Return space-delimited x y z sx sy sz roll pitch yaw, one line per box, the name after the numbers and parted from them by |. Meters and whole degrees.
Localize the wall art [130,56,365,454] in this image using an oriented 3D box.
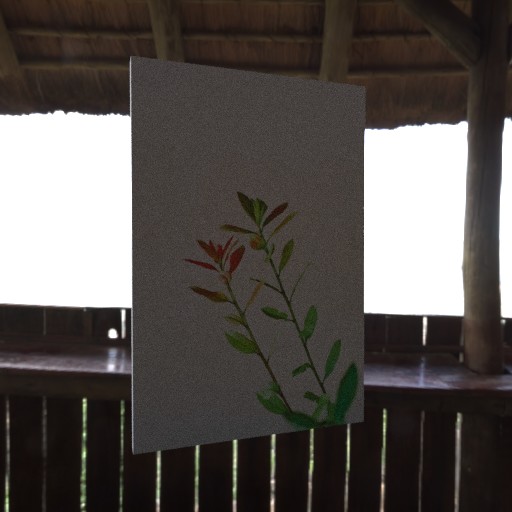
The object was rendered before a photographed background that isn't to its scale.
0.000 0.000 1.131 0.612 0.915 0.039 0 1 -18 | wall art
